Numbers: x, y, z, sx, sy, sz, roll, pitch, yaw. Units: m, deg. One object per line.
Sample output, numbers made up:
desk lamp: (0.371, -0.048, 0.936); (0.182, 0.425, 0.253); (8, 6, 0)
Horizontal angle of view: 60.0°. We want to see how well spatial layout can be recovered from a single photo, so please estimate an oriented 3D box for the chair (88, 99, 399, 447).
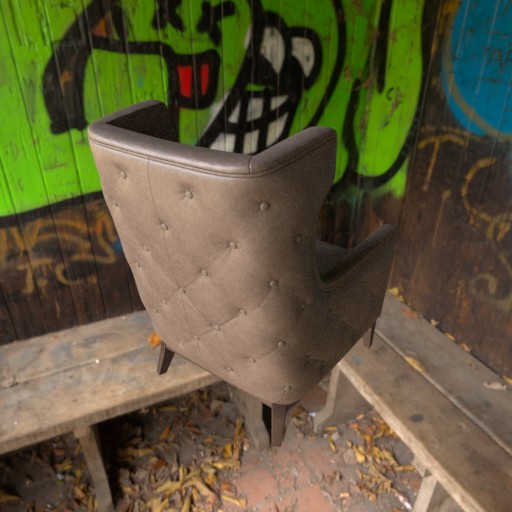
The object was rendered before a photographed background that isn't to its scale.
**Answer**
chair: (0.000, 0.000, 1.636); (0.769, 1.079, 0.899); (20, 35, 31)
